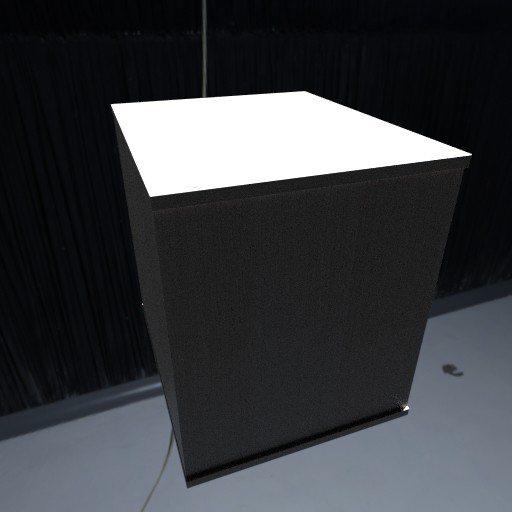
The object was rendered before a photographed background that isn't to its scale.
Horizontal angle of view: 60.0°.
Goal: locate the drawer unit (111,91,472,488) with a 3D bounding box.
[{"bbox_3d":[0.000,0.000,0.587,0.290,0.344,0.349,-10,31,-17],"label":"drawer unit"}]
